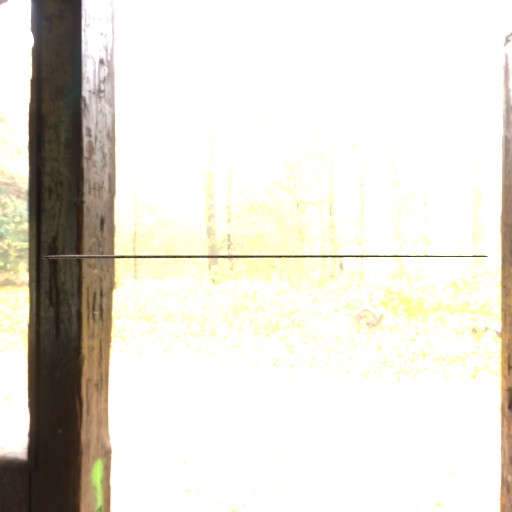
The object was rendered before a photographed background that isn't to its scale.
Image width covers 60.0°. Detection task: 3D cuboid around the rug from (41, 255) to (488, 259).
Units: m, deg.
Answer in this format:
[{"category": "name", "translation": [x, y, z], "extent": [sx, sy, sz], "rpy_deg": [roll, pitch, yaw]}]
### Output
[{"category": "rug", "translation": [0.000, 0.000, 2.991], "extent": [2.435, 0.011, 1.517], "rpy_deg": [0, 0, -18]}]
